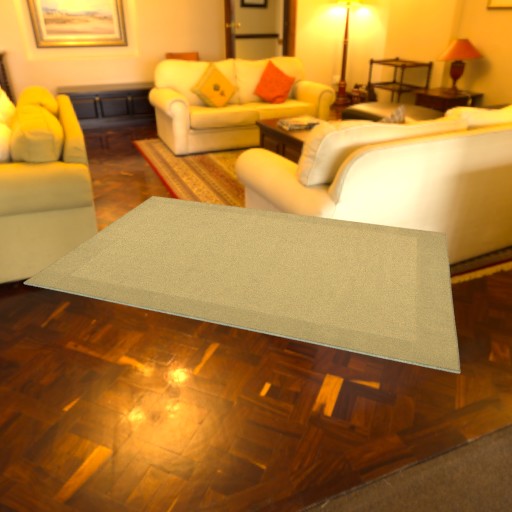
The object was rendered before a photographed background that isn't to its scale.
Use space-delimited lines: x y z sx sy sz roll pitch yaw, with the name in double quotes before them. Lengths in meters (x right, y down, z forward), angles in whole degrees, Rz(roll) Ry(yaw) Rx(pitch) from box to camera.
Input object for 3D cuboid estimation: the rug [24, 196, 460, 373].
"rug" 0.000 0.000 2.961 2.438 0.014 1.524 9 30 16
